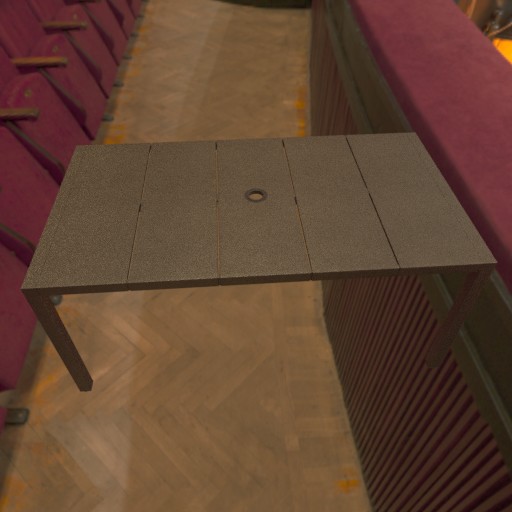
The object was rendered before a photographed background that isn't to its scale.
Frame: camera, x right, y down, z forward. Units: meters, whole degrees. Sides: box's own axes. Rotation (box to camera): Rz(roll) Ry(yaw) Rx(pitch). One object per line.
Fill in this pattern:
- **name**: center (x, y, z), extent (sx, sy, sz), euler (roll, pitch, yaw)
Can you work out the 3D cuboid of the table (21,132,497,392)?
- **table**: center (0.000, 0.000, 2.133), extent (1.680, 0.735, 0.914), euler (-3, 45, -3)
